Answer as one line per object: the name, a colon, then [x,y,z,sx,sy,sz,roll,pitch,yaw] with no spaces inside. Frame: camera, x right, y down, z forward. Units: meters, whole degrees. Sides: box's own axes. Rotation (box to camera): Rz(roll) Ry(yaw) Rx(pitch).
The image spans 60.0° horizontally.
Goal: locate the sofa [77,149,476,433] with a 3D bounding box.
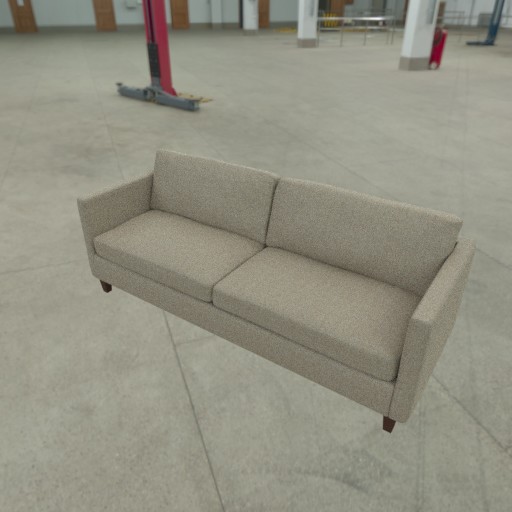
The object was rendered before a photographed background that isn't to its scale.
sofa: [0.000,0.000,2.910,2.434,0.965,0.951,19,35,29]
